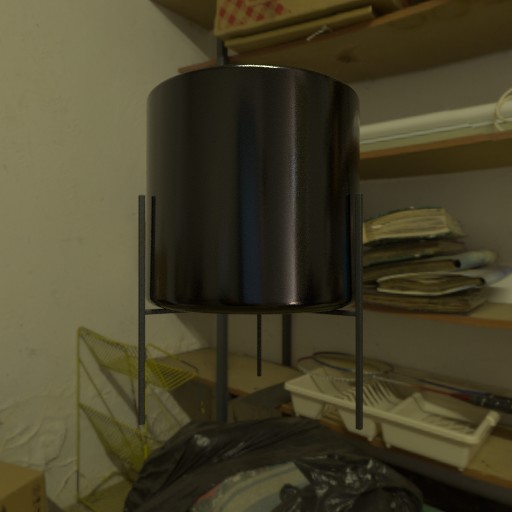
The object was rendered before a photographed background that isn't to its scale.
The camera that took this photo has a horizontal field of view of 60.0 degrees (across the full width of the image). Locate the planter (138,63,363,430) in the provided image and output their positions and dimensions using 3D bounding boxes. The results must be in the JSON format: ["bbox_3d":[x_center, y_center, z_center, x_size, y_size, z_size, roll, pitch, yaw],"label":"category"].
[{"bbox_3d":[0.000,0.000,0.643,0.310,0.432,0.310,0,0,19],"label":"planter"}]
